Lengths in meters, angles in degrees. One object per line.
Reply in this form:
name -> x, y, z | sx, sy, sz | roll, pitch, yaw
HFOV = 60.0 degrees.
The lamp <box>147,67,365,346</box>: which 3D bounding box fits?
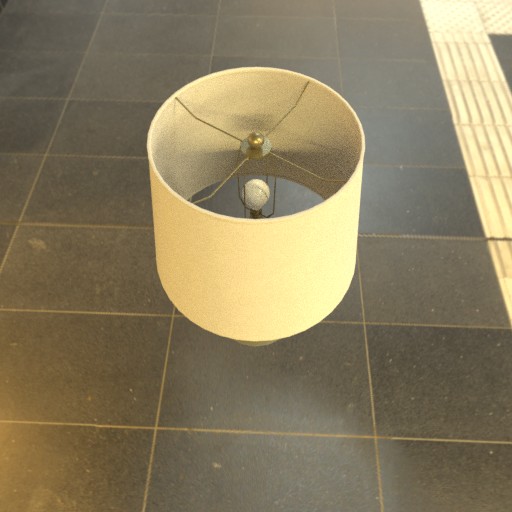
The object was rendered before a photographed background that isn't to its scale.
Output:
lamp -> 0.000, 0.000, 0.553 | 0.239, 0.399, 0.239 | 0, 58, 0
